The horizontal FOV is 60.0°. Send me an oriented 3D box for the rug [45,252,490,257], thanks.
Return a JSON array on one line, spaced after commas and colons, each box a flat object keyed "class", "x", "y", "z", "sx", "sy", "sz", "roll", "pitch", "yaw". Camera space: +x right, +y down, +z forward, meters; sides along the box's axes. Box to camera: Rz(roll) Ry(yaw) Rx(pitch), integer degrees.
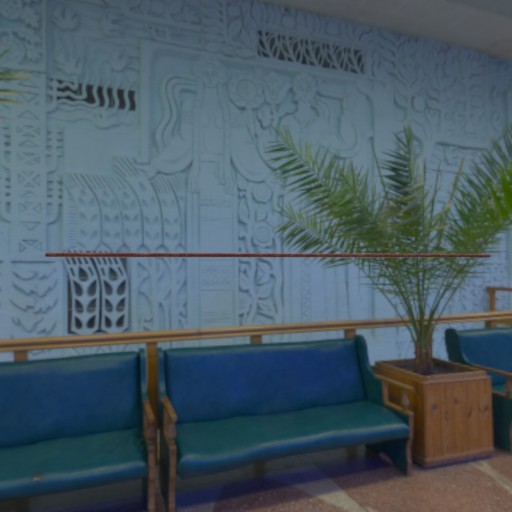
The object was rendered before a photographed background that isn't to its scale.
[{"class": "rug", "x": 0.000, "y": 0.000, "z": 2.287, "sx": 1.829, "sy": 0.014, "sz": 1.219, "roll": 0, "pitch": 0, "yaw": -18}]
